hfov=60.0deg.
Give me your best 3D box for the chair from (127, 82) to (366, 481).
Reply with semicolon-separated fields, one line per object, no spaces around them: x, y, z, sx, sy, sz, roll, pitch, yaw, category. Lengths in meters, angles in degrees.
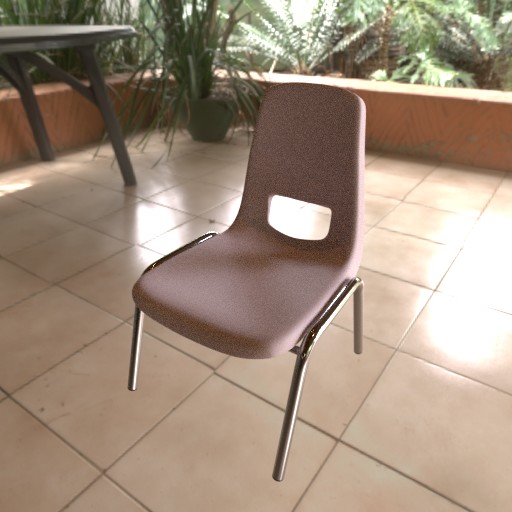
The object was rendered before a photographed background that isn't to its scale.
0.000;0.000;0.788;0.354;0.536;0.385;18;34;29;chair
